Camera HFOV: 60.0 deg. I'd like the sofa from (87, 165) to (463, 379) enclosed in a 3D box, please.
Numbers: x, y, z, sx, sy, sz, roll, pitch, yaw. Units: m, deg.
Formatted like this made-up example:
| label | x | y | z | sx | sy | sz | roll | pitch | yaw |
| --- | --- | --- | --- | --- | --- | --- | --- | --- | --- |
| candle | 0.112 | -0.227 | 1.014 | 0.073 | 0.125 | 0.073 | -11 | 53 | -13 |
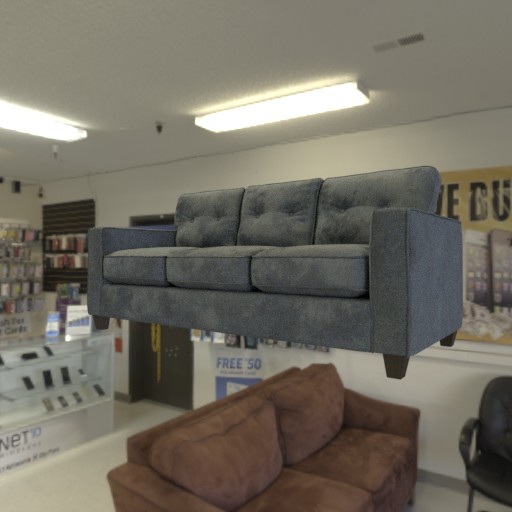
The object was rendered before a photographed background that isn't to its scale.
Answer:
| label | x | y | z | sx | sy | sz | roll | pitch | yaw |
| --- | --- | --- | --- | --- | --- | --- | --- | --- | --- |
| sofa | 0.000 | 0.000 | 2.655 | 2.133 | 0.965 | 0.939 | 0 | 0 | 36 |
